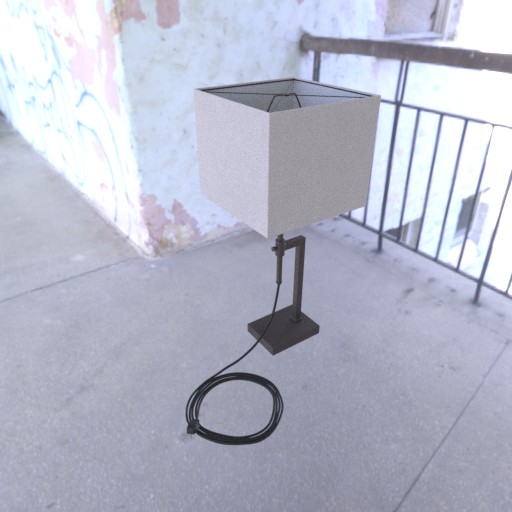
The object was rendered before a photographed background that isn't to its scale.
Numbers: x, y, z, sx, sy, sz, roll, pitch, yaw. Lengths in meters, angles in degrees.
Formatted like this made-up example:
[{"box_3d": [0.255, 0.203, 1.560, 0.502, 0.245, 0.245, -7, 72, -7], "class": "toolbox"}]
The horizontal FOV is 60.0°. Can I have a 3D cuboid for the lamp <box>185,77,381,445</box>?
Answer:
[{"box_3d": [0.000, 0.000, 0.993, 0.504, 0.660, 0.399, -19, 36, -29], "class": "lamp"}]
